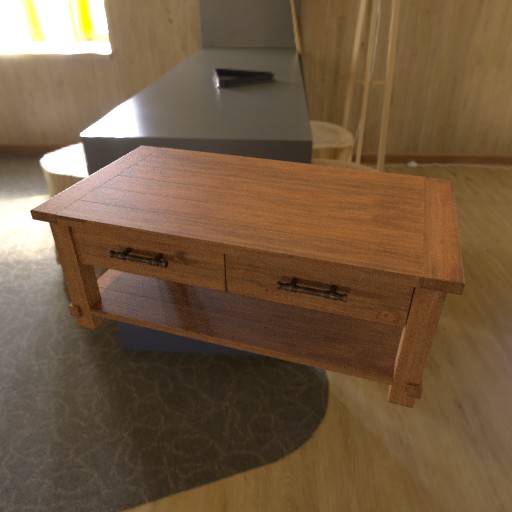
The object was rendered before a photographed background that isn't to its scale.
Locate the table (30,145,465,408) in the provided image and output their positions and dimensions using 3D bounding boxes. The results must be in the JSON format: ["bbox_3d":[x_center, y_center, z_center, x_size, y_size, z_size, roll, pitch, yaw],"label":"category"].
[{"bbox_3d":[0.000,0.000,1.623,1.270,0.494,0.693,10,33,15],"label":"table"}]
